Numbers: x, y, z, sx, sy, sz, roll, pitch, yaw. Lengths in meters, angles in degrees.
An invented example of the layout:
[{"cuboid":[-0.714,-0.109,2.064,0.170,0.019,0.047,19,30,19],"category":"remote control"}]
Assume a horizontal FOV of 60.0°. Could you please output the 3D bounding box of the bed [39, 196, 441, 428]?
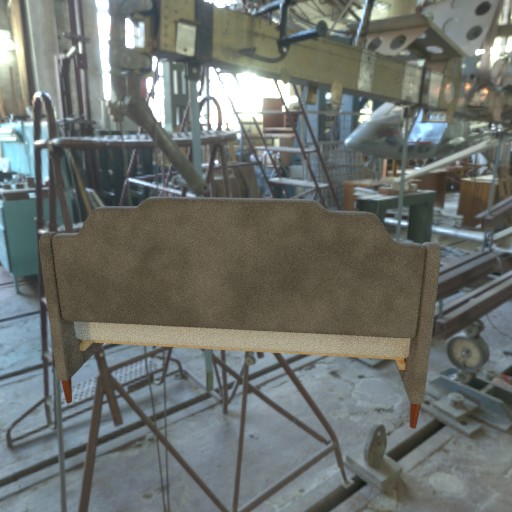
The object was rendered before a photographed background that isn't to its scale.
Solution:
[{"cuboid":[0.000,0.000,3.460,2.074,1.245,2.340,2,16,6],"category":"bed"}]
